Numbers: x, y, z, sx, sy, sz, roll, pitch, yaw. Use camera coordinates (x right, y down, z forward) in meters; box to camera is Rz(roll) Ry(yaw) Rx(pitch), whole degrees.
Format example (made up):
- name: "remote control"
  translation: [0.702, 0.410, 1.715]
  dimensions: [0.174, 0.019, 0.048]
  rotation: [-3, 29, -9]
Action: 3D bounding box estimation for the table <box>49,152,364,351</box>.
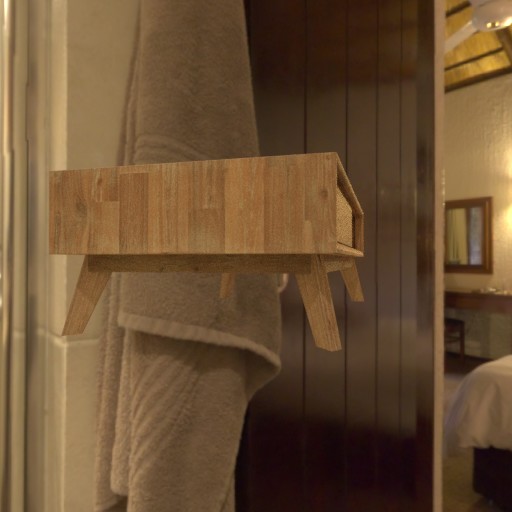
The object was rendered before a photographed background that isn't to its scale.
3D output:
- name: "table"
  translation: [0.000, 0.000, 2.063]
  dimensions: [0.918, 0.531, 1.619]
  rotation: [0, -1, 16]
